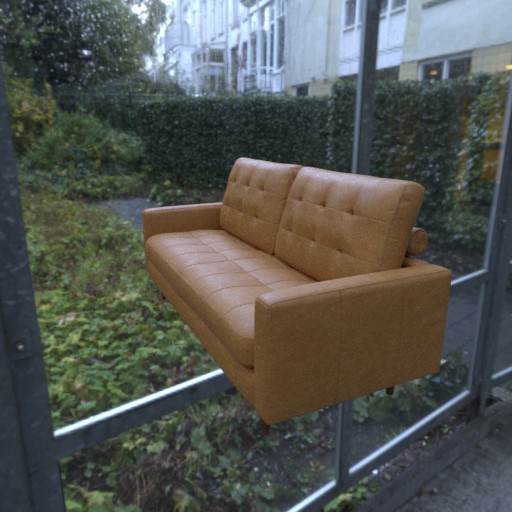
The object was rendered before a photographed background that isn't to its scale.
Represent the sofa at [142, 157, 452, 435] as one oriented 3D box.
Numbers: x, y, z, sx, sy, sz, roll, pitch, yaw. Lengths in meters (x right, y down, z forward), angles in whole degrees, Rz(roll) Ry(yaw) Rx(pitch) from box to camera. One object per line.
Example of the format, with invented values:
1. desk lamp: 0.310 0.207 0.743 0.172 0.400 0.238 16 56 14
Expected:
1. sofa: 0.000 0.000 2.293 0.850 0.898 1.821 -8 18 -25
